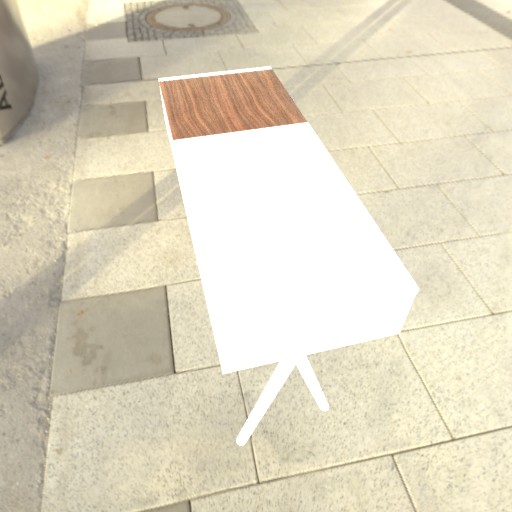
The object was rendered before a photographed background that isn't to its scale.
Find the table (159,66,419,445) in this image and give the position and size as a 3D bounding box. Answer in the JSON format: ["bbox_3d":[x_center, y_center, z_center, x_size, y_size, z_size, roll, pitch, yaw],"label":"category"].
[{"bbox_3d":[0.000,0.000,1.473,0.418,0.785,1.066,-10,47,-10],"label":"table"}]
